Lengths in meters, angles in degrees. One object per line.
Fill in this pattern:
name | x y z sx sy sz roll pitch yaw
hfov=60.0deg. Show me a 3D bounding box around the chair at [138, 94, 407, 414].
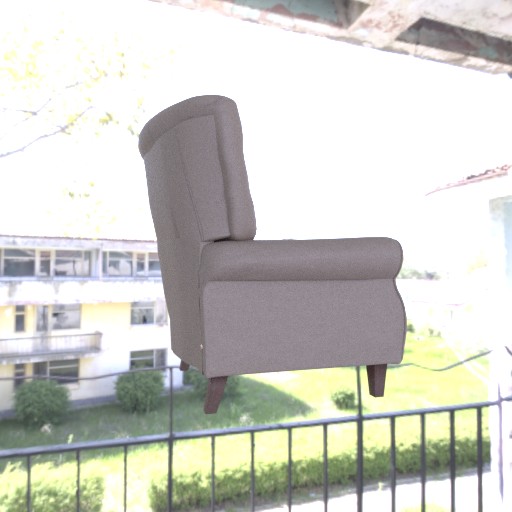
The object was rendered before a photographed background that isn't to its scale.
chair | 0.000 0.000 2.010 1.041 1.138 0.999 0 -1 -17
